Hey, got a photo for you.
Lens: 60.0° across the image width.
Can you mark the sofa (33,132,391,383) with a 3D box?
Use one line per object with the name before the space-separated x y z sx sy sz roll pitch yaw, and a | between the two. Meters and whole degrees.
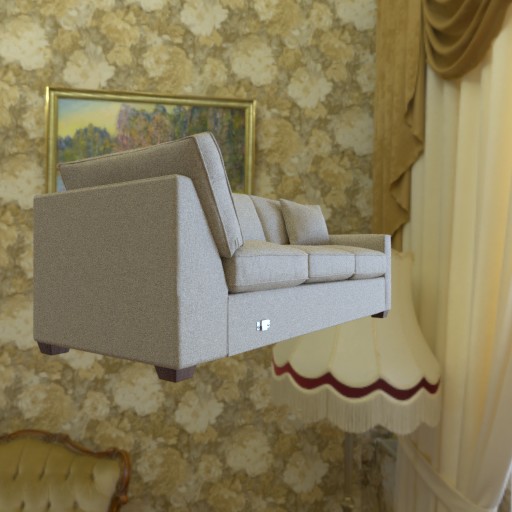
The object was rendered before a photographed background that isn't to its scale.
sofa | 0.000 0.000 2.796 1.053 0.948 2.323 0 0 35
